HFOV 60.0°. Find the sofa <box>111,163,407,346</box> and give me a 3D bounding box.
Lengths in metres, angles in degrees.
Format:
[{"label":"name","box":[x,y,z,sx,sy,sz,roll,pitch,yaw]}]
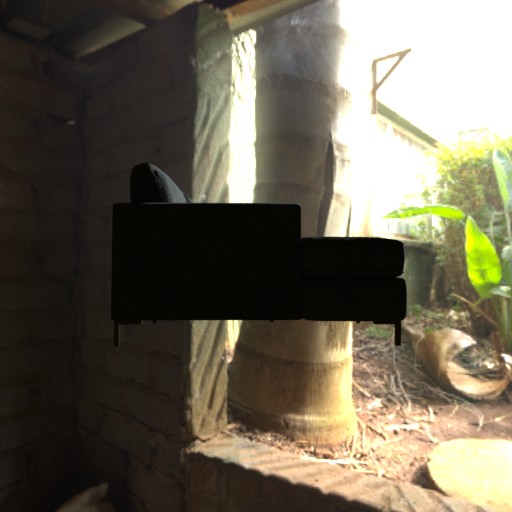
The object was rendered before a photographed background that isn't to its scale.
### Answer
[{"label":"sofa","box":[0.000,0.000,3.902,1.500,0.967,3.400,0,-1,-1]}]
